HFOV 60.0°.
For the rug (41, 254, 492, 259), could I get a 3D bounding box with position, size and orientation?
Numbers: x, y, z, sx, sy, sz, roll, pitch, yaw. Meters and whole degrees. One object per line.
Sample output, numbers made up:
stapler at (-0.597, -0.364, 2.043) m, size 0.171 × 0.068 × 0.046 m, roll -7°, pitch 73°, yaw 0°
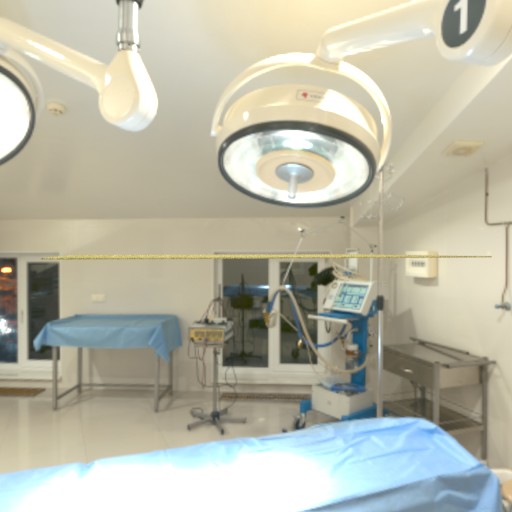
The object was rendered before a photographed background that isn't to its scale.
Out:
rug at (0.000, 0.000, 2.858) m, size 2.297 × 0.007 × 1.529 m, roll 0°, pitch 1°, yaw -17°
